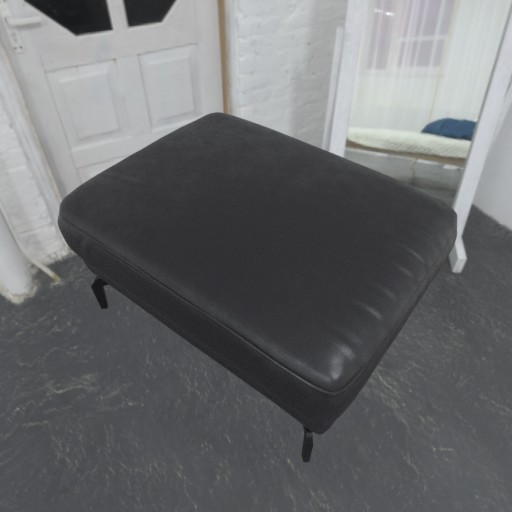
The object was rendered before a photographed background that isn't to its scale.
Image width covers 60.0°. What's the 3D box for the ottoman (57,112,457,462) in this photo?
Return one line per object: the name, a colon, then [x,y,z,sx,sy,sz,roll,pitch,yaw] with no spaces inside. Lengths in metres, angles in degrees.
ottoman: [0.000,0.000,1.077,0.764,0.402,0.570,29,52,25]
